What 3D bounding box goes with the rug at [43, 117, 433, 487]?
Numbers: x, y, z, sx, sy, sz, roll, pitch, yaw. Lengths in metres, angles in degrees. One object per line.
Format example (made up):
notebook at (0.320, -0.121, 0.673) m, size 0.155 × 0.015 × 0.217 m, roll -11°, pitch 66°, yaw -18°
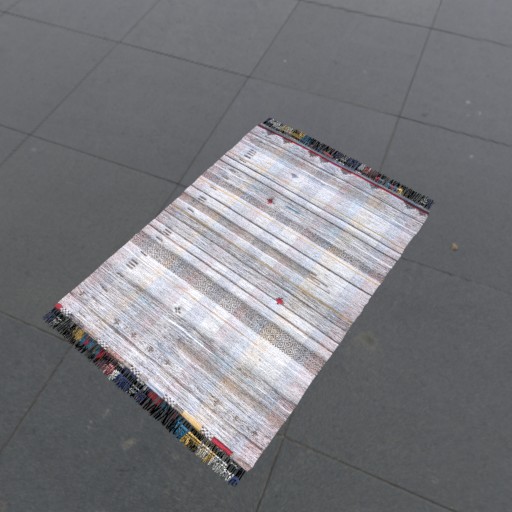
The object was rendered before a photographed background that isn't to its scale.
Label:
rug at (0.000, 0.000, 2.329) m, size 1.217 × 0.012 × 1.848 m, roll 33°, pitch 64°, yaw 19°
